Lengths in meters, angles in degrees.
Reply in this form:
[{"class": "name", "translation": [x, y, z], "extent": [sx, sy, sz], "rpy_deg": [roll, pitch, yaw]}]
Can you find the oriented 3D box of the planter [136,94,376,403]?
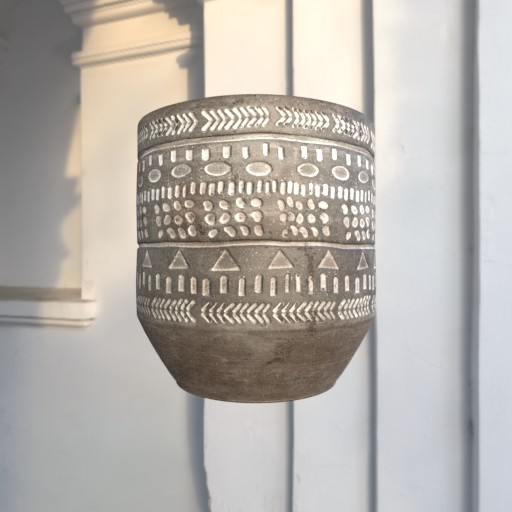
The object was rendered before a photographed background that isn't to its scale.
[{"class": "planter", "translation": [0.000, 0.000, 0.233], "extent": [0.122, 0.128, 0.122], "rpy_deg": [0, 0, 0]}]
